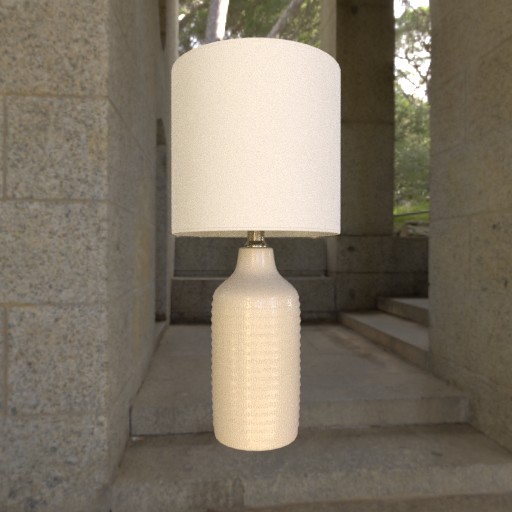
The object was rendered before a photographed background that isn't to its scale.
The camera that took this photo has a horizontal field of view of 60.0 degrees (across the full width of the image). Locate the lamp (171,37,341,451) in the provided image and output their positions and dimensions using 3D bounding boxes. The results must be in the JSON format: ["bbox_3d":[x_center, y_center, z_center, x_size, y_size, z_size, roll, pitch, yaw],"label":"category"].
[{"bbox_3d":[0.000,0.000,0.591,0.220,0.475,0.220,0,1,-35],"label":"lamp"}]
